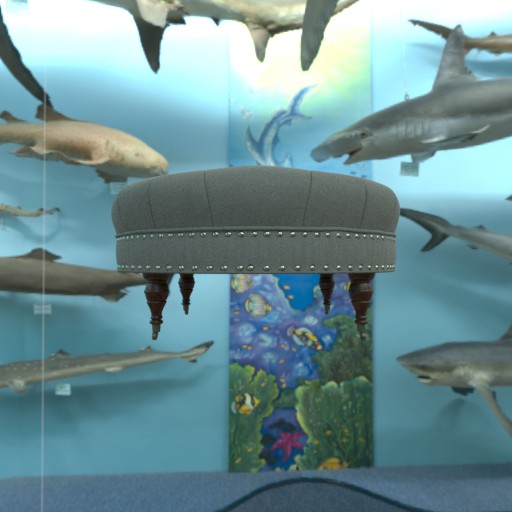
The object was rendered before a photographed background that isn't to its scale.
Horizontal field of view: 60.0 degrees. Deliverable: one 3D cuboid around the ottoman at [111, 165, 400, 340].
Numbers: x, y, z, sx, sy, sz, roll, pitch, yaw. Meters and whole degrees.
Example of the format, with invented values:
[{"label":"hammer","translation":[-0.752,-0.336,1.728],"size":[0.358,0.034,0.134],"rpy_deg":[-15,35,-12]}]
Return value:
[{"label":"ottoman","translation":[0.000,0.000,1.413],"size":[0.901,0.439,0.901],"rpy_deg":[0,-1,0]}]
